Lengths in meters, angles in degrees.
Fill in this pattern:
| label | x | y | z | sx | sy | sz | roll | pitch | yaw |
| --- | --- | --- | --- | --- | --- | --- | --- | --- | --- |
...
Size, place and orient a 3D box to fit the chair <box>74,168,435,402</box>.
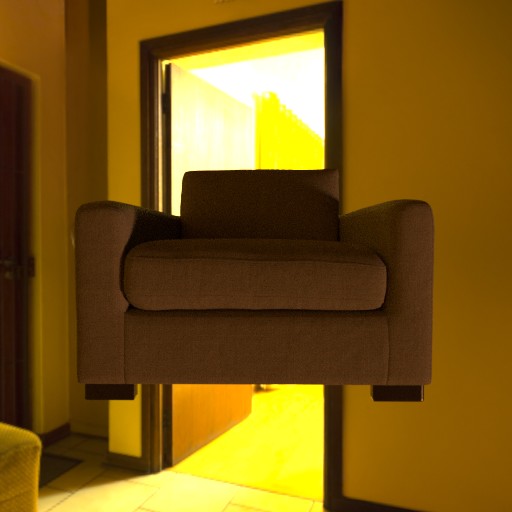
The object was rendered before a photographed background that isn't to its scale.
| label | x | y | z | sx | sy | sz | roll | pitch | yaw |
| --- | --- | --- | --- | --- | --- | --- | --- | --- | --- |
| chair | 0.000 | 0.000 | 1.822 | 1.070 | 0.847 | 1.100 | 0 | 1 | 1 |
